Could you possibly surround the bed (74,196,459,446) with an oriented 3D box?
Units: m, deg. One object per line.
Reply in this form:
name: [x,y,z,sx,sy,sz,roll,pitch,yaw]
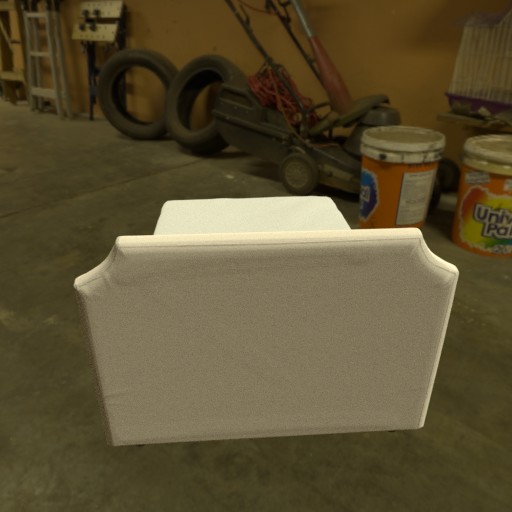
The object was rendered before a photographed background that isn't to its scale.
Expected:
bed: [0.000,0.000,3.197,1.828,1.297,2.164,-2,28,-3]
